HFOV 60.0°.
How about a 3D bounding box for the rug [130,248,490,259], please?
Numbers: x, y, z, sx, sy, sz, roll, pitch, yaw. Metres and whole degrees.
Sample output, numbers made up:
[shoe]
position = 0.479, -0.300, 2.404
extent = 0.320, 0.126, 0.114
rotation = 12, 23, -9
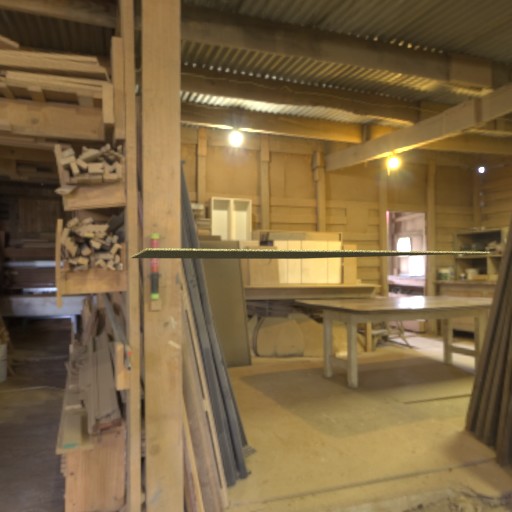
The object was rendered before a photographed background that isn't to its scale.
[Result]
[rug]
position = 0.000, 0.000, 2.881
extent = 1.529, 0.007, 2.297
rotation = 0, -1, -17
